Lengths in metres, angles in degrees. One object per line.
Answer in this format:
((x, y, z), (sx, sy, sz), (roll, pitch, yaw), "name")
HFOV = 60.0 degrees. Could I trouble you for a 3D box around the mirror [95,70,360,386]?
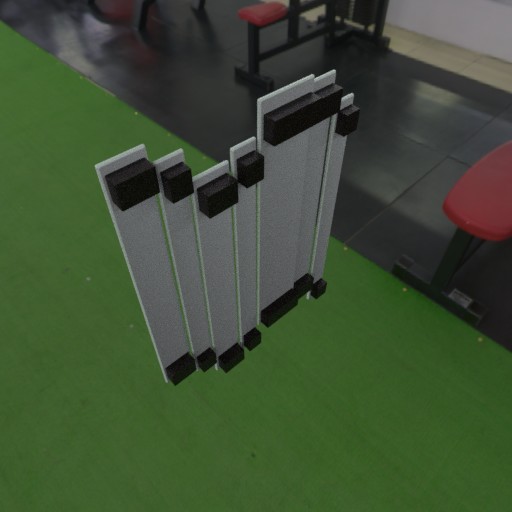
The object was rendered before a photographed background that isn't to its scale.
((0.000, 0.000, 0.808), (0.445, 0.611, 0.058), (-34, 56, -27), "mirror")
